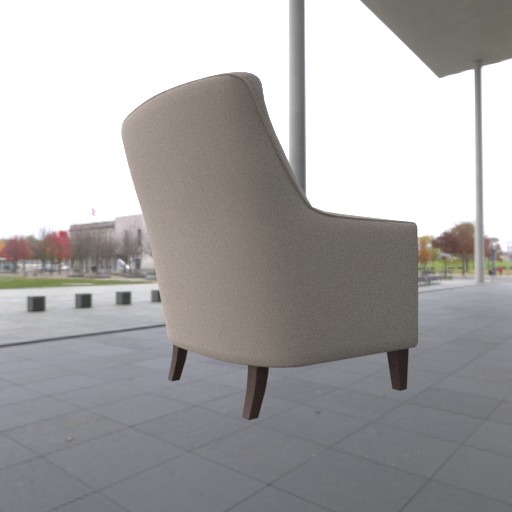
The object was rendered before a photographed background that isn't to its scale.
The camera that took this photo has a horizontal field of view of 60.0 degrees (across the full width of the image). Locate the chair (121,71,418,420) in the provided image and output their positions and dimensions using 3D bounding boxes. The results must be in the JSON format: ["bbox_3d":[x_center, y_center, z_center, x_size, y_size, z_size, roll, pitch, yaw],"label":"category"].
[{"bbox_3d":[0.000,0.000,1.564,0.879,0.916,0.756,1,-2,-35],"label":"chair"}]
